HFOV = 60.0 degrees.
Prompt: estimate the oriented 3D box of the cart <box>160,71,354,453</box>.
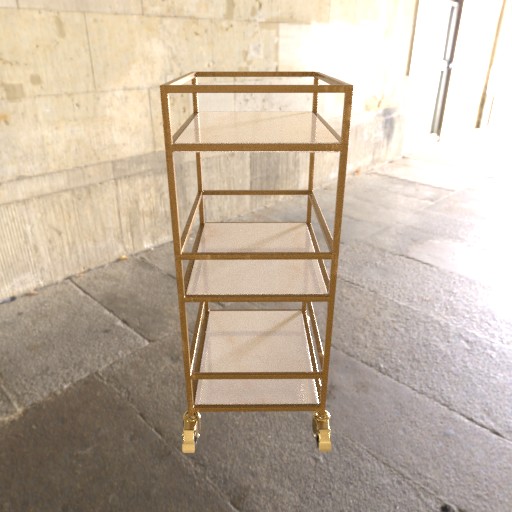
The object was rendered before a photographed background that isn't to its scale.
[{"bbox_3d":[0.000,0.000,1.018,0.332,0.761,0.483,0,25,0],"label":"cart"}]
